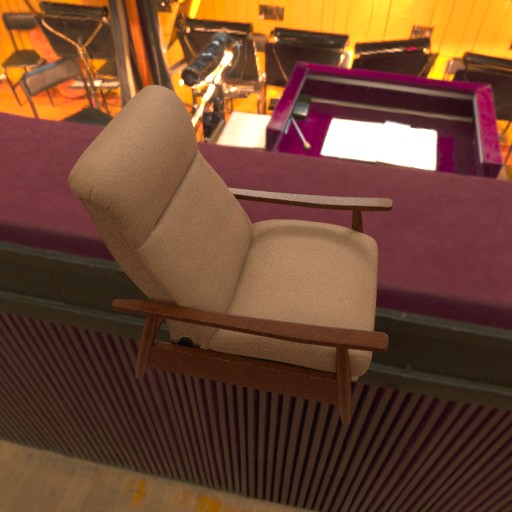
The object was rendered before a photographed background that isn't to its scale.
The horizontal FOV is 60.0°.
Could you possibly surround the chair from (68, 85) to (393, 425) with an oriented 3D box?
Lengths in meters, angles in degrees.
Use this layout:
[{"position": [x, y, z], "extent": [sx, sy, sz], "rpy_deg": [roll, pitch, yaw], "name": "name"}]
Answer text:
[{"position": [0.000, 0.000, 1.785], "extent": [1.030, 1.082, 0.762], "rpy_deg": [10, 47, 9], "name": "chair"}]
